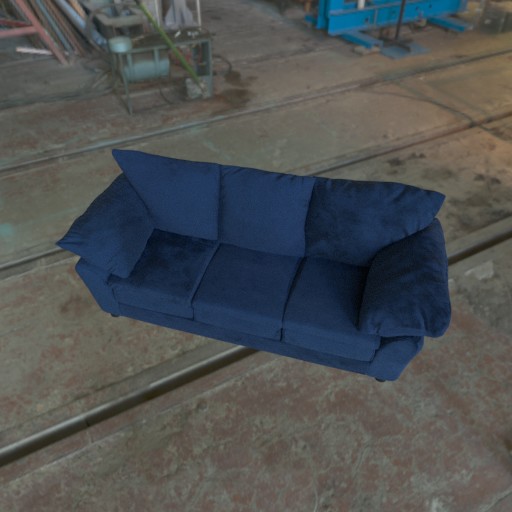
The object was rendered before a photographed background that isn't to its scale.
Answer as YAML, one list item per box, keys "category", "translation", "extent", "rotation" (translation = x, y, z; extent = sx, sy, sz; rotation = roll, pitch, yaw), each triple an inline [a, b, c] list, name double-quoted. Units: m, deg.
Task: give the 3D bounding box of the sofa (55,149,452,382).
- category: "sofa"
  translation: [0.000, 0.000, 2.959]
  extent: [2.390, 1.091, 0.907]
  rotation: [11, 44, 12]
